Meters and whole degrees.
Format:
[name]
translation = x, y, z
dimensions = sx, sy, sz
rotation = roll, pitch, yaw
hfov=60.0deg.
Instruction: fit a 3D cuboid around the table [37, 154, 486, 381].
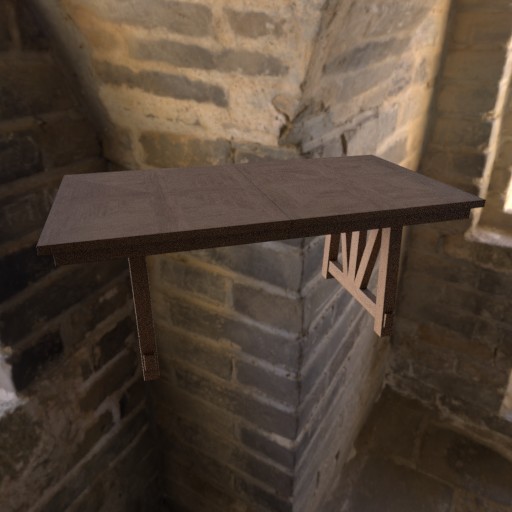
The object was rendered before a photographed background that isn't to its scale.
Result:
[table]
translation = 0.000, 0.000, 2.377
dimensions = 1.881, 0.768, 1.016
rotation = -7, 26, -15
